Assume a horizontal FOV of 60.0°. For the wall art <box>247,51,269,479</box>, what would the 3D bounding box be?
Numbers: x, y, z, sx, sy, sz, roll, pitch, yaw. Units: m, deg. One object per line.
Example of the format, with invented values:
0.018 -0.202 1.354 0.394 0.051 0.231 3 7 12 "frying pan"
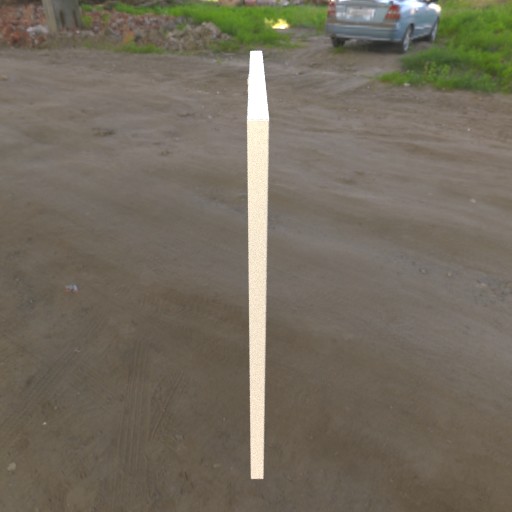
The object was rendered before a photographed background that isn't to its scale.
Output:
0.000 0.000 1.372 0.042 1.056 0.805 0 32 0 "wall art"
